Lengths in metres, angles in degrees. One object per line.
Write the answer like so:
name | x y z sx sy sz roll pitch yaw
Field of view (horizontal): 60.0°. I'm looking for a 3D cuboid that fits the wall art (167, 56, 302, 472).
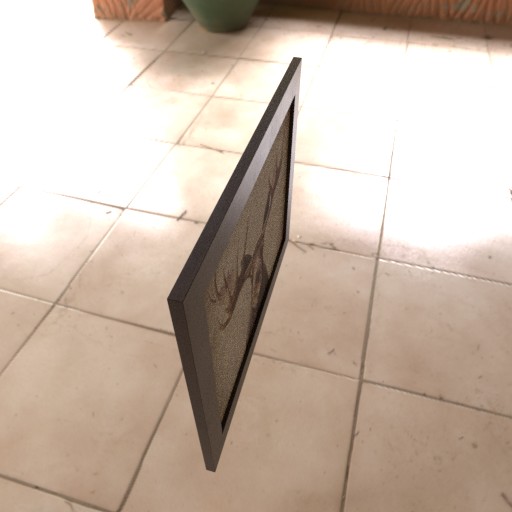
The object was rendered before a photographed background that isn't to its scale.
wall art | 0.000 0.000 1.607 0.034 0.952 1.207 11 47 10
